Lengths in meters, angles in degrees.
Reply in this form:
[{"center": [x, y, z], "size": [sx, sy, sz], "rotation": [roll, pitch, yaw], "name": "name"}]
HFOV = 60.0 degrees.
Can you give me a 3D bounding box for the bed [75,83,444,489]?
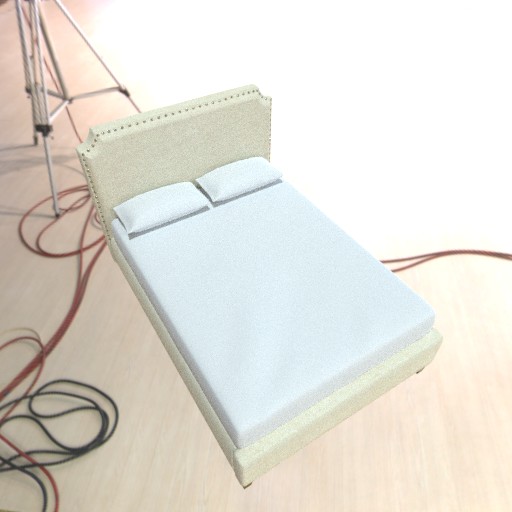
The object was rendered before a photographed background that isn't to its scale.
[{"center": [0.000, 0.000, 3.349], "size": [1.713, 1.457, 2.381], "rotation": [-24, 50, -22], "name": "bed"}]
